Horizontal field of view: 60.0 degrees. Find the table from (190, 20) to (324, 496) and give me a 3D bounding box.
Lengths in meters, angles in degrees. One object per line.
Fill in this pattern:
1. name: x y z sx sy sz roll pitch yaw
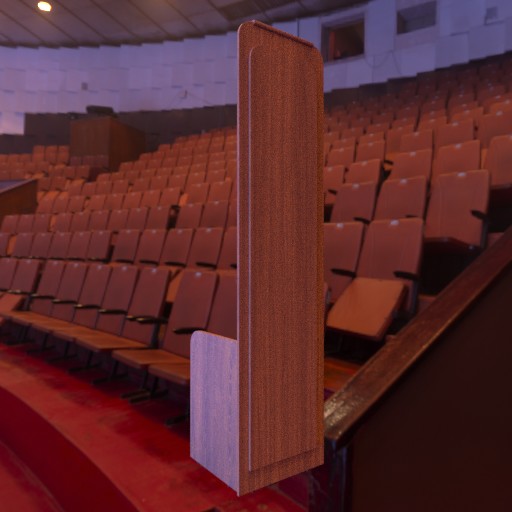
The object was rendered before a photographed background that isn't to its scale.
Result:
1. table: 0.000 0.000 1.967 0.450 1.830 0.420 0 0 -36
